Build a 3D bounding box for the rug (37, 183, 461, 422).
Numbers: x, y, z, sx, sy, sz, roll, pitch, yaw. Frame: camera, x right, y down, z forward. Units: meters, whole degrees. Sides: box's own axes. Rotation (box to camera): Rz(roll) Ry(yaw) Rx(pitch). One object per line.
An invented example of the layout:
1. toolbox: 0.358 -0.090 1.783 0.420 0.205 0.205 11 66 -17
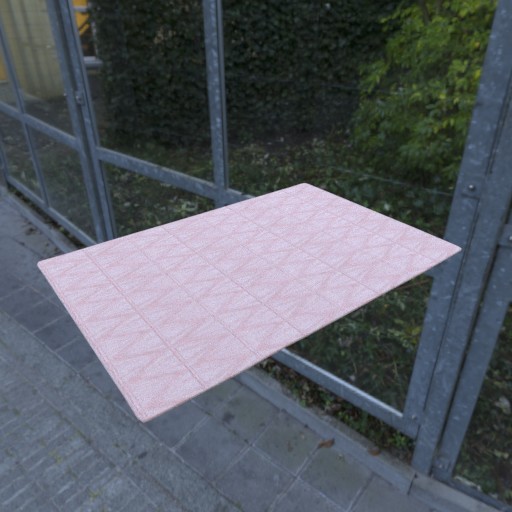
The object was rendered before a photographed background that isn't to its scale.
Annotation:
1. rug: 0.000 0.000 2.971 2.390 0.015 1.609 -21 36 -32
